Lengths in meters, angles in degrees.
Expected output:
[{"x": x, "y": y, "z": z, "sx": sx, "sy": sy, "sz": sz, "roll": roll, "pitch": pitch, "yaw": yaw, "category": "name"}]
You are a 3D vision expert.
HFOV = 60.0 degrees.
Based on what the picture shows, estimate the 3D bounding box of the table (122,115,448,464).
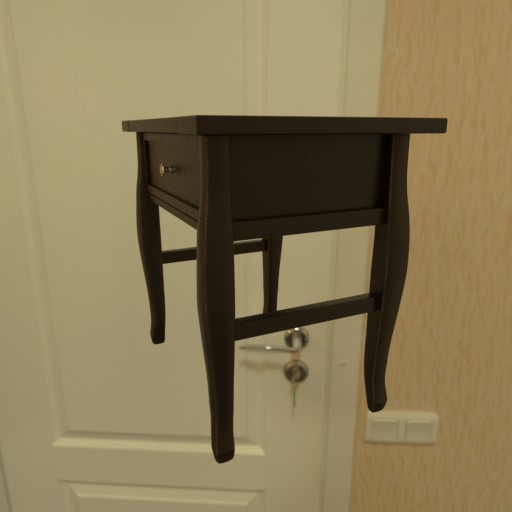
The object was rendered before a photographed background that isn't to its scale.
[{"x": 0.000, "y": 0.000, "z": 1.025, "sx": 0.460, "sy": 0.604, "sz": 0.602, "roll": -8, "pitch": 18, "yaw": -24, "category": "table"}]
